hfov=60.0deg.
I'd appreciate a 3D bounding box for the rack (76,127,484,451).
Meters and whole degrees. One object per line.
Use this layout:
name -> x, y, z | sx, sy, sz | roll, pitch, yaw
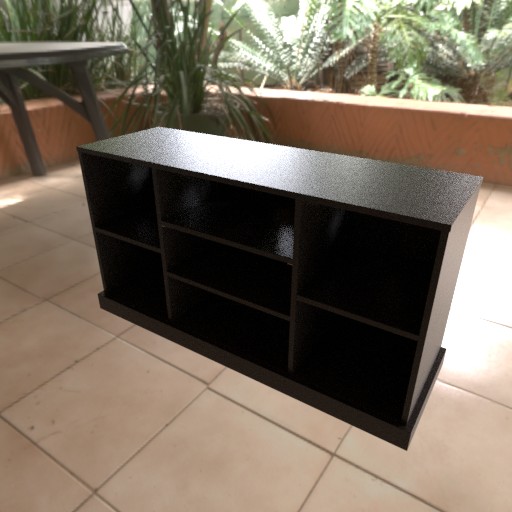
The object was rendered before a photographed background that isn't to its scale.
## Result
rack -> 0.000, 0.000, 1.455 | 1.206, 0.635, 0.399 | 17, 32, 29
